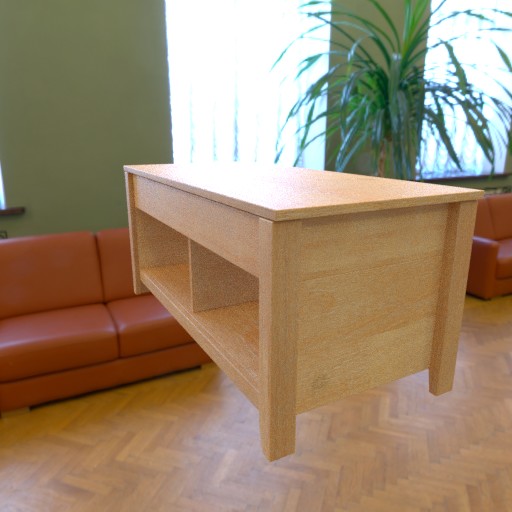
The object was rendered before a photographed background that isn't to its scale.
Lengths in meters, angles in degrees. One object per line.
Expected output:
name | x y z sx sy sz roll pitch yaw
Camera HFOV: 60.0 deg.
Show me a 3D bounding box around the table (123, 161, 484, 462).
table | 0.000 0.000 1.261 0.483 0.457 1.016 -8 18 -27
